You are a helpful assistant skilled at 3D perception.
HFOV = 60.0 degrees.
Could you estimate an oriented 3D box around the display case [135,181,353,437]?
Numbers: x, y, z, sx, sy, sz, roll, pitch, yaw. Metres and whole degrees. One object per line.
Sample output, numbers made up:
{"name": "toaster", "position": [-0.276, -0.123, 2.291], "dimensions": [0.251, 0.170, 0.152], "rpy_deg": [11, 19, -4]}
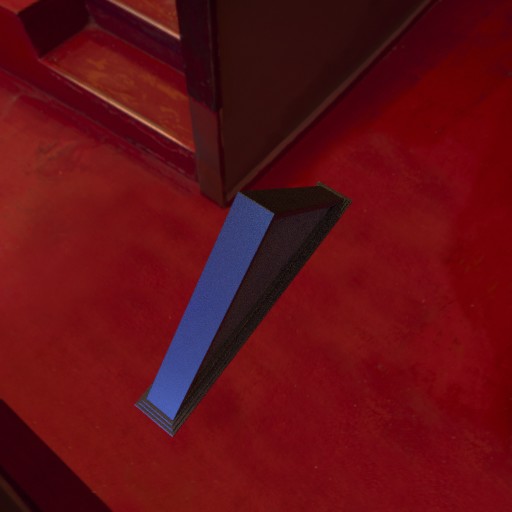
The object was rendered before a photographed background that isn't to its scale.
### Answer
{"name": "display case", "position": [0.000, 0.000, 0.789], "dimensions": [0.095, 0.340, 0.640], "rpy_deg": [33, 68, 16]}
